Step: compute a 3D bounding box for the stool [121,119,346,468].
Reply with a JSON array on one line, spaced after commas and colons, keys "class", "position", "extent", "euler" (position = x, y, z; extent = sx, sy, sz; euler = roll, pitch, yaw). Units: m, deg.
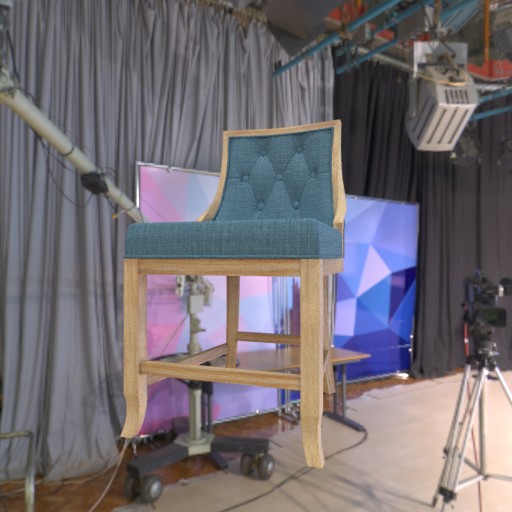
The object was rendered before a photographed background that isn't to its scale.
[{"class": "stool", "position": [0.000, 0.000, 1.351], "extent": [0.524, 0.938, 0.626], "euler": [0, 0, 19]}]
